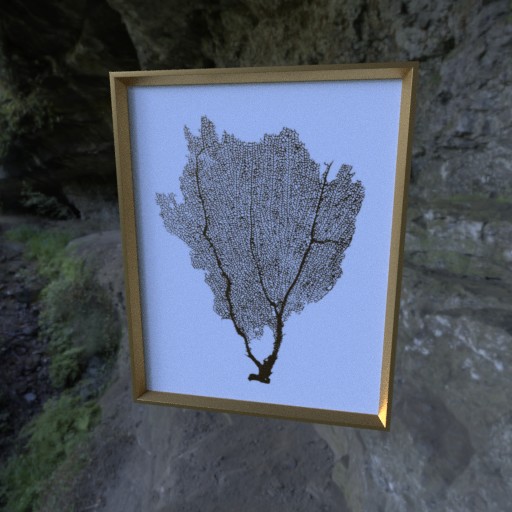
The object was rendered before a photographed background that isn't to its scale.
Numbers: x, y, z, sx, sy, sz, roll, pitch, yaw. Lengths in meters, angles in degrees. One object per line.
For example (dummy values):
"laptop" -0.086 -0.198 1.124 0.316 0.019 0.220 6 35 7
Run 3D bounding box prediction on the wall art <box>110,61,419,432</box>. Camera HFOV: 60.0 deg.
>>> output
"wall art" 0.000 0.000 0.965 0.610 0.762 0.038 3 14 11
